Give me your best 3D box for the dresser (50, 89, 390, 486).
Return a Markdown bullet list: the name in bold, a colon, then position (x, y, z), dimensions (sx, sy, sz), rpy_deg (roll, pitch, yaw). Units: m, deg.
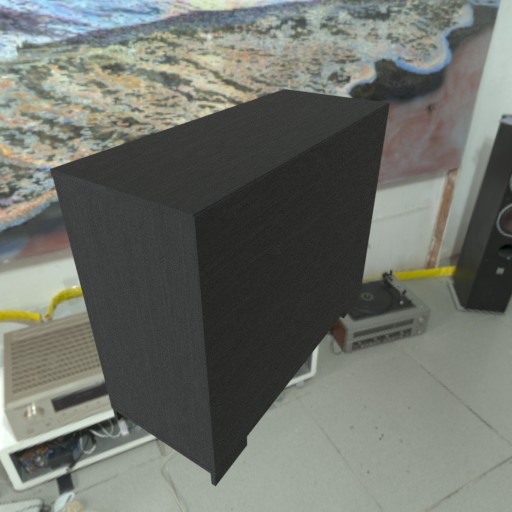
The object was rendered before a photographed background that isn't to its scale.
- **dresser**: position (0.000, 0.000, 1.422), dimensions (0.404, 0.816, 0.994), rpy_deg (19, 37, 28)
